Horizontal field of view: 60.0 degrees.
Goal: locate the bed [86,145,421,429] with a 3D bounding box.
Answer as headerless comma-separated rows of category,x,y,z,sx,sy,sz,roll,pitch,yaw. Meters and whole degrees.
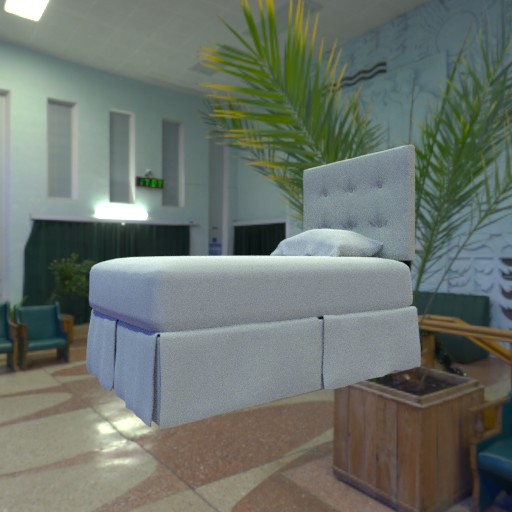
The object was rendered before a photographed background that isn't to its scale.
bed,0.000,0.000,3.038,1.997,1.571,1.261,0,0,-35
